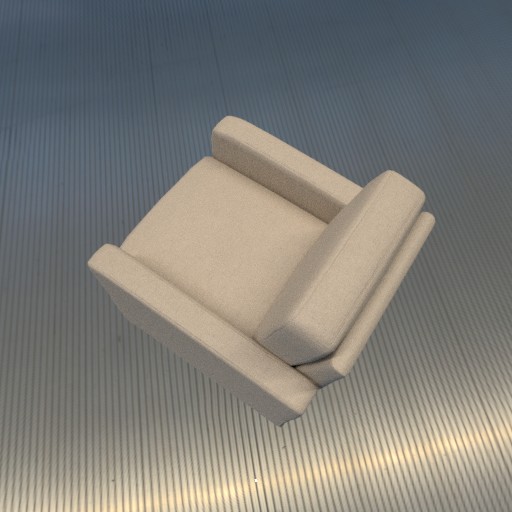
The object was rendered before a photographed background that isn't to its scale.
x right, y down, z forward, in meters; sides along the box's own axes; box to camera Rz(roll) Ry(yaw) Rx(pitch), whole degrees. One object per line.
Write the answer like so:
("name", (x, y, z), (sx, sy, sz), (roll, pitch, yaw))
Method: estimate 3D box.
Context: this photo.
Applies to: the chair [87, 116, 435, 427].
("chair", (0.000, 0.000, 1.529), (0.888, 0.827, 0.755), (31, 67, 15))
